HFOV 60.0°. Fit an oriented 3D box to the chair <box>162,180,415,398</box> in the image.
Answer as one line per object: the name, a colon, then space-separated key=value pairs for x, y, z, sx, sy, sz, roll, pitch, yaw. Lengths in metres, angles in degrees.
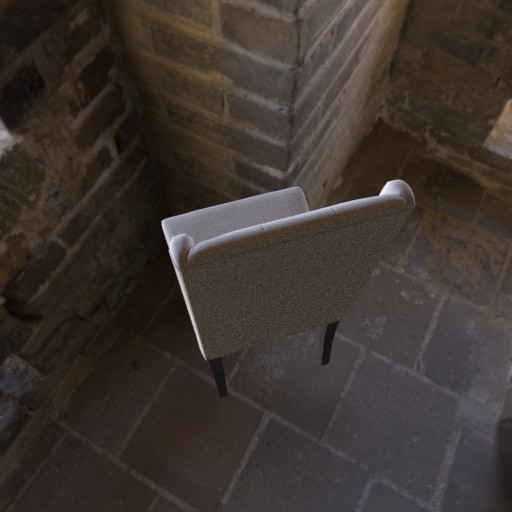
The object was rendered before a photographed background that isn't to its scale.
chair: x=0.000 y=0.000 z=1.262 sx=0.474 sy=0.961 sz=0.523 roll=-15 pitch=59 yaw=-9
